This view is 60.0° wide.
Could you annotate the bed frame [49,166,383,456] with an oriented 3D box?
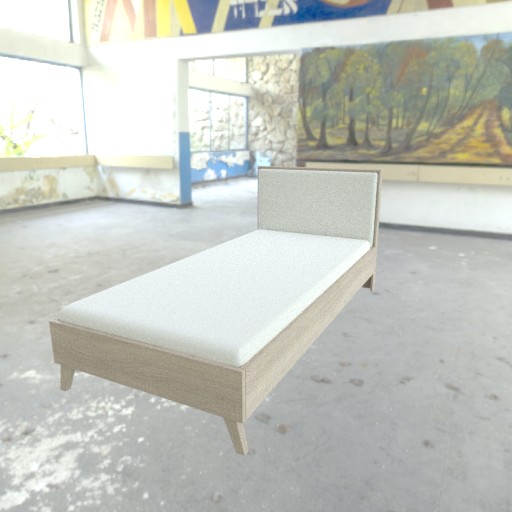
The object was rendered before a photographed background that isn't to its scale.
[{"bbox_3d":[0.000,0.000,2.661,0.990,0.920,2.140,8,17,26],"label":"bed frame"}]
